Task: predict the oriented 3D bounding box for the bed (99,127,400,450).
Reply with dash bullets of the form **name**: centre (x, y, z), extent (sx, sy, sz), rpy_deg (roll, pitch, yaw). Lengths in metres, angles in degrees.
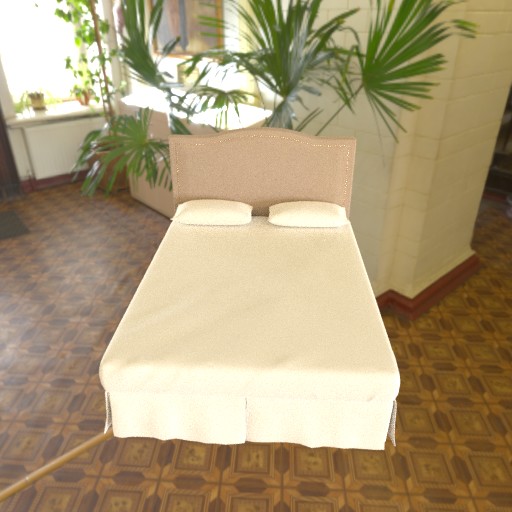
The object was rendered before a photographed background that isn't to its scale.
- **bed**: centre (0.000, 0.000, 3.372), extent (1.821, 1.436, 2.282), rpy_deg (1, 29, 2)
